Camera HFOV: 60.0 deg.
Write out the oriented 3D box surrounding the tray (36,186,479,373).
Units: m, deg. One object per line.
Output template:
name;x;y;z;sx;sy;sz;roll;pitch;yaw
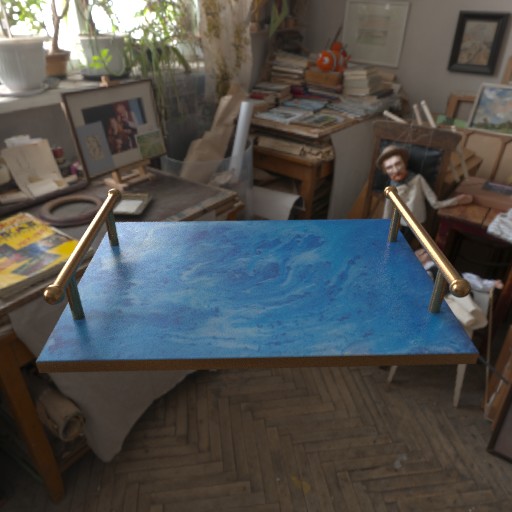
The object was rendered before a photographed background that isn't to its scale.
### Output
tray;0.000;0.000;0.557;0.444;0.084;0.304;-1;31;-1
